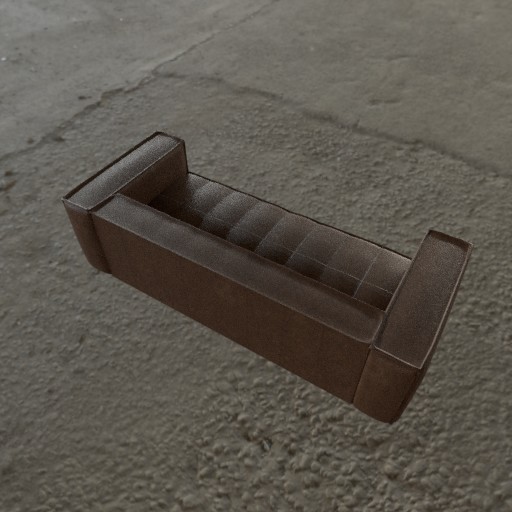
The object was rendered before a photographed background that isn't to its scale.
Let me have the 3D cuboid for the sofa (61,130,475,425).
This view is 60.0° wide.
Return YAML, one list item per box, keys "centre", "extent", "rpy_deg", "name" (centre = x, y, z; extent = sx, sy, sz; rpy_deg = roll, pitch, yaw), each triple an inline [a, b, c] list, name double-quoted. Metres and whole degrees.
- centre: [0.000, 0.000, 3.133]
  extent: [2.581, 0.701, 1.102]
  rpy_deg: [24, 51, 21]
  name: "sofa"
